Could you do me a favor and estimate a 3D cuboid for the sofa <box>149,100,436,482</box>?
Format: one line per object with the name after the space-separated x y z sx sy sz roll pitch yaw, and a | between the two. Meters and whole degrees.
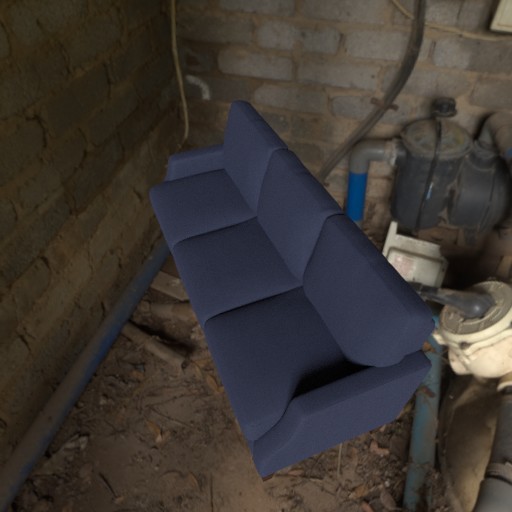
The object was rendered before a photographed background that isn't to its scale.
0.000 0.000 2.613 0.888 0.984 2.115 -16 47 -16 | sofa
